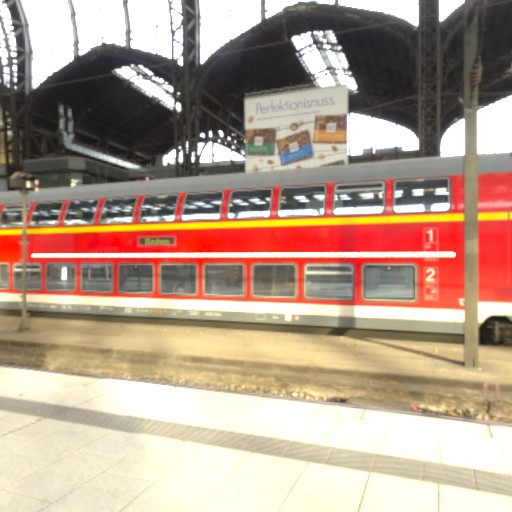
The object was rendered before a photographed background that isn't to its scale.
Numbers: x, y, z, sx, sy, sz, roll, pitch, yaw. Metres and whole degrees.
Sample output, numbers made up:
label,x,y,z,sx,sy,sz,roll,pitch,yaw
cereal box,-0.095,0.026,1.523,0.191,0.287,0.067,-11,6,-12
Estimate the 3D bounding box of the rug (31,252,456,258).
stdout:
label,x,y,z,sx,sy,sz,roll,pitch,yaw
rug,0.000,0.000,3.482,2.743,0.030,1.778,0,0,20
